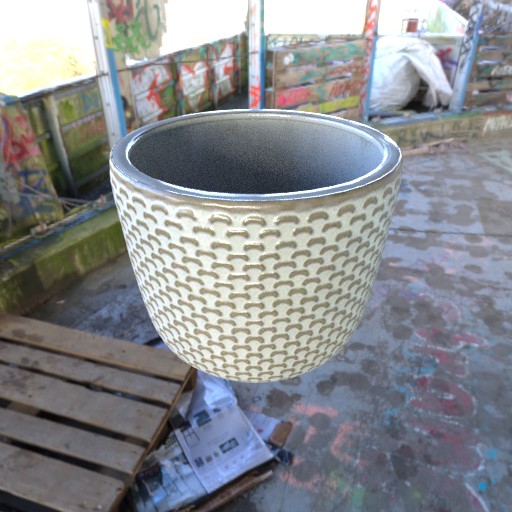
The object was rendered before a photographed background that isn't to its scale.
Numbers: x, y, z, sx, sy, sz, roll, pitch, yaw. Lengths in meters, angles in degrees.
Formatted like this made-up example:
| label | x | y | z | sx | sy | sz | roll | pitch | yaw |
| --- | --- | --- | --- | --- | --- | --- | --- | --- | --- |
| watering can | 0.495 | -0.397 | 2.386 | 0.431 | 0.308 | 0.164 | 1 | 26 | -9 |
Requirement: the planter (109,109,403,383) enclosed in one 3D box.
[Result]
| label | x | y | z | sx | sy | sz | roll | pitch | yaw |
| --- | --- | --- | --- | --- | --- | --- | --- | --- | --- |
| planter | 0.000 | 0.000 | 0.308 | 0.173 | 0.160 | 0.173 | 0 | 32 | 0 |
